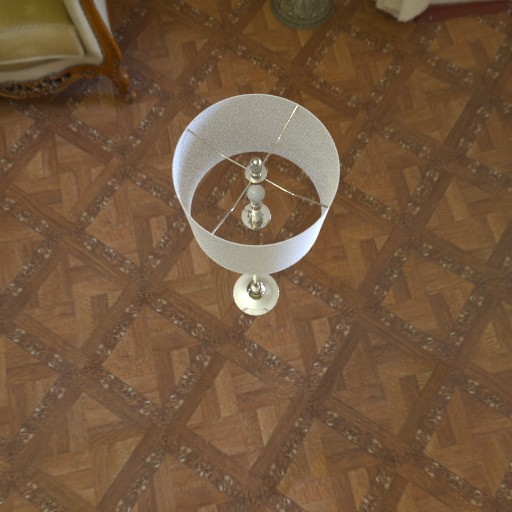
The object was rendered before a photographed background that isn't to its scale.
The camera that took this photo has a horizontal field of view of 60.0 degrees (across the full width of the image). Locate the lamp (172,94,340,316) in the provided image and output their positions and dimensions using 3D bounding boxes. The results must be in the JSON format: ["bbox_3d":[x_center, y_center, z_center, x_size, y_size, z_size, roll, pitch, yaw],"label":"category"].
[{"bbox_3d":[0.000,0.000,1.635,0.356,1.487,0.356,30,77,8],"label":"lamp"}]
